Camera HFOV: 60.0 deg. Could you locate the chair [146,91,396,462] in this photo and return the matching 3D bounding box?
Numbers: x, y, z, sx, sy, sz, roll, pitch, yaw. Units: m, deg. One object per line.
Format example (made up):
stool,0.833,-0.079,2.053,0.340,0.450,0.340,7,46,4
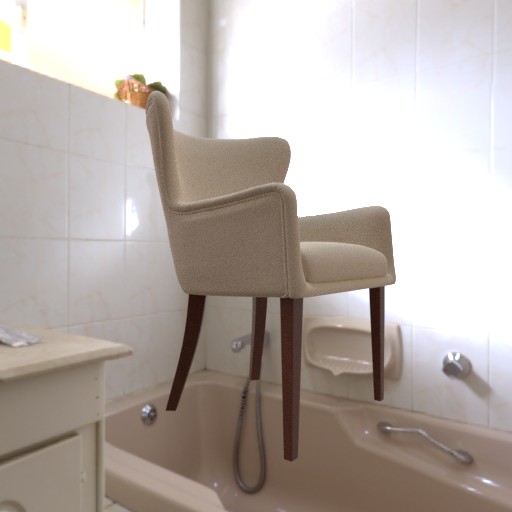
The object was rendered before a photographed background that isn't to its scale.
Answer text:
chair,0.000,0.000,1.499,0.744,0.990,0.696,0,0,37
